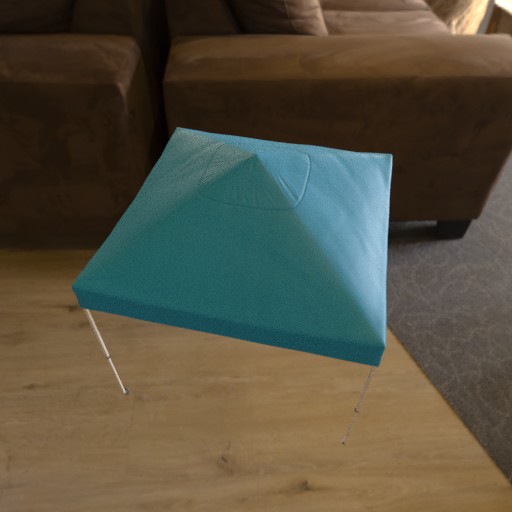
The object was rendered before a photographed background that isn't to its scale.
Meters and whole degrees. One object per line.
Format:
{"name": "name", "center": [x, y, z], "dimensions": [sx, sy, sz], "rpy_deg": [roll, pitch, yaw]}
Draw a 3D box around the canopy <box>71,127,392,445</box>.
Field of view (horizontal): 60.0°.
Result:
{"name": "canopy", "center": [0.000, 0.000, 5.564], "dimensions": [2.998, 2.997, 2.996], "rpy_deg": [10, 48, 9]}
